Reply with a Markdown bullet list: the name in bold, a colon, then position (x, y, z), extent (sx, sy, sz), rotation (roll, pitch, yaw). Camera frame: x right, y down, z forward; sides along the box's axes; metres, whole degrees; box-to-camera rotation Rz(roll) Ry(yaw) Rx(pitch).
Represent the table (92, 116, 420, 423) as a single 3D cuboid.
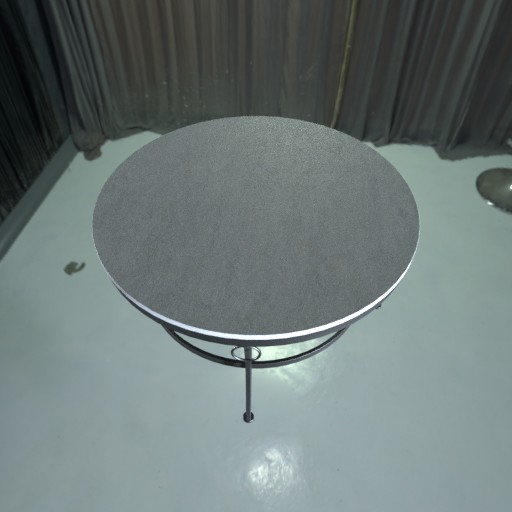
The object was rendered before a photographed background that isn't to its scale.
- **table**: position (0.000, 0.000, 1.410), extent (0.889, 0.470, 0.889), rotation (0, 47, 0)
